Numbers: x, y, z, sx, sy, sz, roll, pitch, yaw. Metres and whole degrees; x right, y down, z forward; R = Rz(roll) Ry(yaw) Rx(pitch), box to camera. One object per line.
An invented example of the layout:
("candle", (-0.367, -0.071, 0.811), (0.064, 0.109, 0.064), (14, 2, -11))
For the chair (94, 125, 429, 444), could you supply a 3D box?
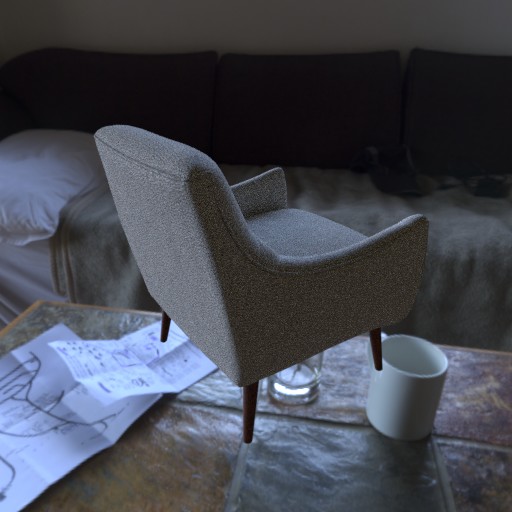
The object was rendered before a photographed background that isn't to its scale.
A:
("chair", (0.000, 0.000, 1.449), (0.787, 0.838, 0.762), (-16, 30, -31))
